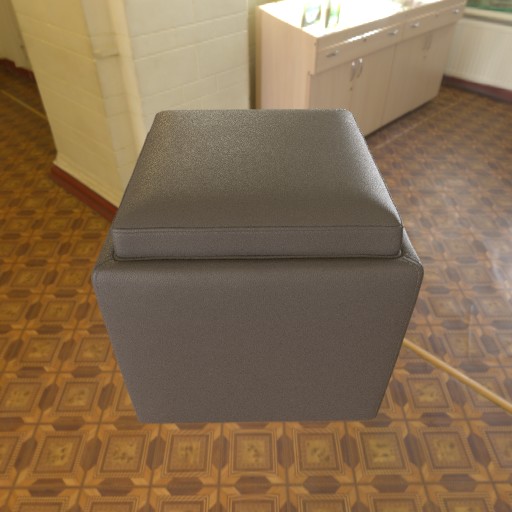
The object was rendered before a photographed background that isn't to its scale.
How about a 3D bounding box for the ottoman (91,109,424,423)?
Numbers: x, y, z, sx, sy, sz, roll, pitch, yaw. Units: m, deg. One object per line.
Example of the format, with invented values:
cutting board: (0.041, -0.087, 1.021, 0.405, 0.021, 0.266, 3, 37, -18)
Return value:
ottoman: (0.000, 0.000, 0.836, 0.450, 0.460, 0.451, -1, 40, -1)
